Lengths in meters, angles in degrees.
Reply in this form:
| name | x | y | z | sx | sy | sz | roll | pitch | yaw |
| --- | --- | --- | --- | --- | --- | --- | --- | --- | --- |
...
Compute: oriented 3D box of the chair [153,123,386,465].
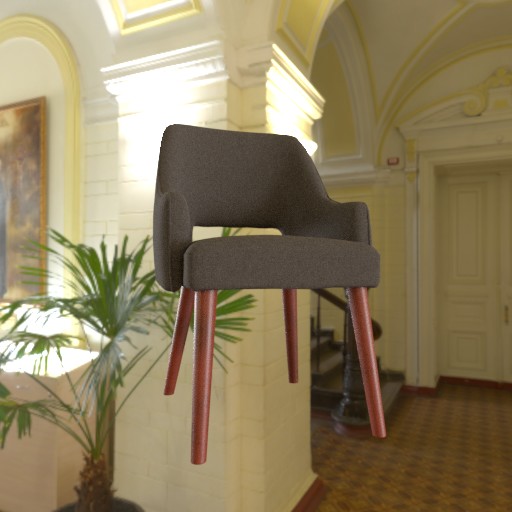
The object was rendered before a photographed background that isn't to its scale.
| name | x | y | z | sx | sy | sz | roll | pitch | yaw |
| --- | --- | --- | --- | --- | --- | --- | --- | --- | --- |
| chair | 0.000 | 0.000 | 1.218 | 0.559 | 0.838 | 0.560 | 0 | -1 | -19 |
